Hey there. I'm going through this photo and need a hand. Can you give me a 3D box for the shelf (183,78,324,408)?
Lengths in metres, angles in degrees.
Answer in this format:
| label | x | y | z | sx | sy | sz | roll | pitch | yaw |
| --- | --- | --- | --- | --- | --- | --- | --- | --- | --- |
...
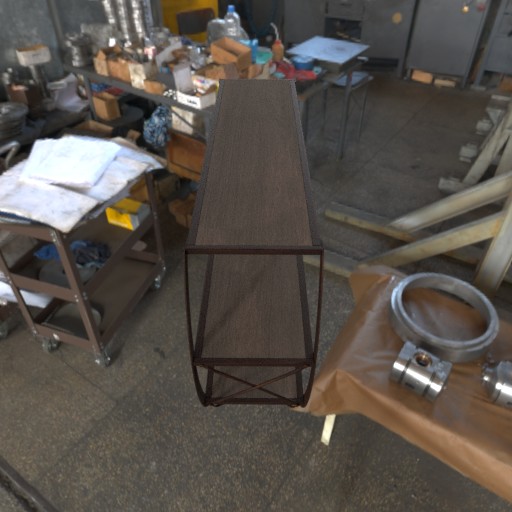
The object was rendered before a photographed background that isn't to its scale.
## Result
| label | x | y | z | sx | sy | sz | roll | pitch | yaw |
| --- | --- | --- | --- | --- | --- | --- | --- | --- | --- |
| shelf | 0.000 | 0.000 | 1.873 | 0.344 | 1.063 | 1.403 | 0 | 41 | 0 |
